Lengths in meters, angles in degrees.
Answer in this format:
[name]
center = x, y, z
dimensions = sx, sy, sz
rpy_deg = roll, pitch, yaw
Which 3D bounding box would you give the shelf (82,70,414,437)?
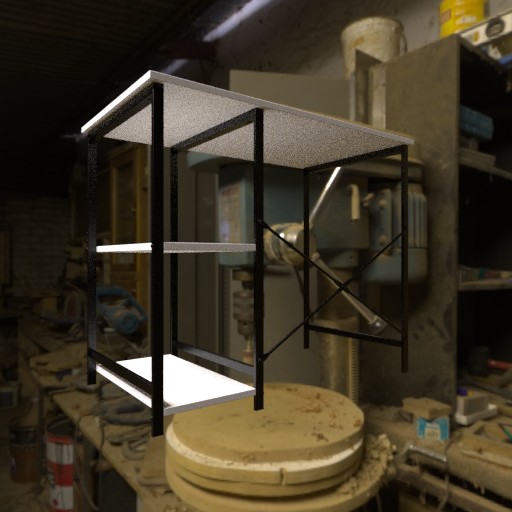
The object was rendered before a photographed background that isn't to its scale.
[shelf]
center = 0.000, 0.000, 1.364
dimensions = 0.902, 0.750, 0.498
rpy_deg = 0, 0, -36
